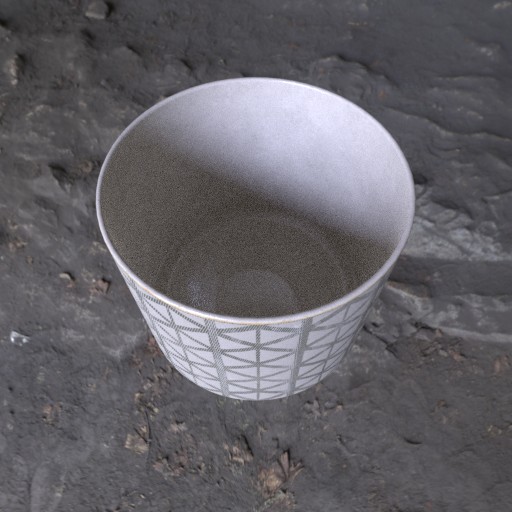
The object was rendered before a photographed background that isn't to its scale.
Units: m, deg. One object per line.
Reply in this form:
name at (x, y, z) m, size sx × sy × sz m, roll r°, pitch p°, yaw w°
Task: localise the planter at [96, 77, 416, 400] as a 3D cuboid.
planter at (0.000, 0.000, 0.343) m, size 0.190 × 0.181 × 0.190 m, roll 0°, pitch 58°, yaw 0°
